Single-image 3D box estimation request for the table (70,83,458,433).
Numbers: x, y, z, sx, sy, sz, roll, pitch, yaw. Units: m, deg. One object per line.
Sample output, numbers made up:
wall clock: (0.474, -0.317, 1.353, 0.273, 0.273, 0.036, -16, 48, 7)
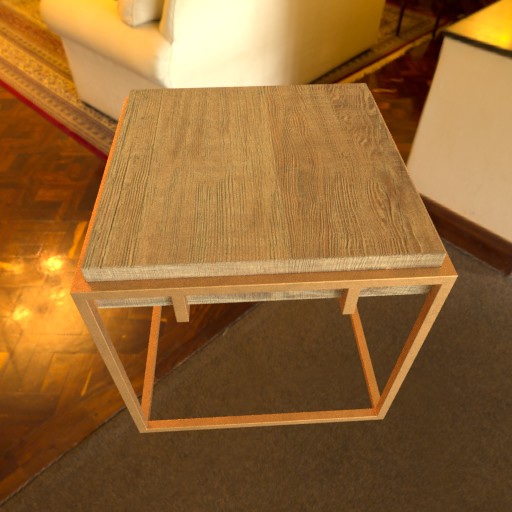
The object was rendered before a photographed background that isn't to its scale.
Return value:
table: (0.000, 0.000, 1.076, 0.599, 0.584, 0.599, -2, 47, -2)
